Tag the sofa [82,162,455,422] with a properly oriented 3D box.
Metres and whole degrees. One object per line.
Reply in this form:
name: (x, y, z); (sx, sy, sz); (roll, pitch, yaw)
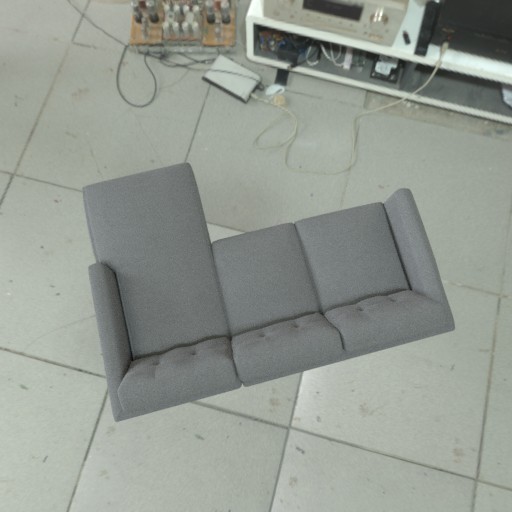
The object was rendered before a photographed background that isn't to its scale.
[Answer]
sofa: (0.000, 0.000, 2.857); (2.040, 0.860, 1.530); (-14, 76, -4)
